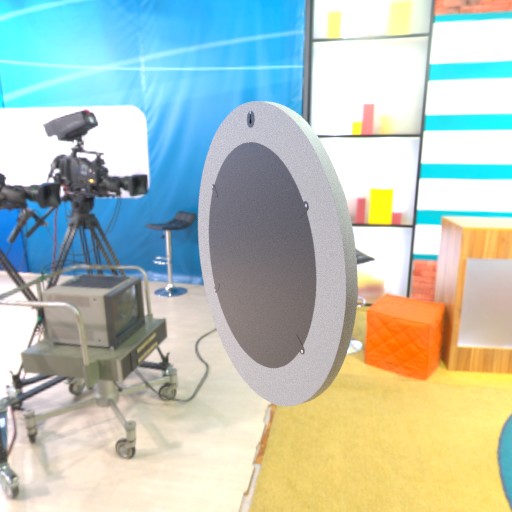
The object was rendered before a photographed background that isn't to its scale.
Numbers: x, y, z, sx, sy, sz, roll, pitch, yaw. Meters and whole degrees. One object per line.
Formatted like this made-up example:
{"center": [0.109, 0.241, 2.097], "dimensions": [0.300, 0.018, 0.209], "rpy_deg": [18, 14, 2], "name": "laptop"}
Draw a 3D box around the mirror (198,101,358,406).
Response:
{"center": [0.000, 0.000, 1.387], "dimensions": [0.038, 0.914, 0.914], "rpy_deg": [-7, 16, -27], "name": "mirror"}
